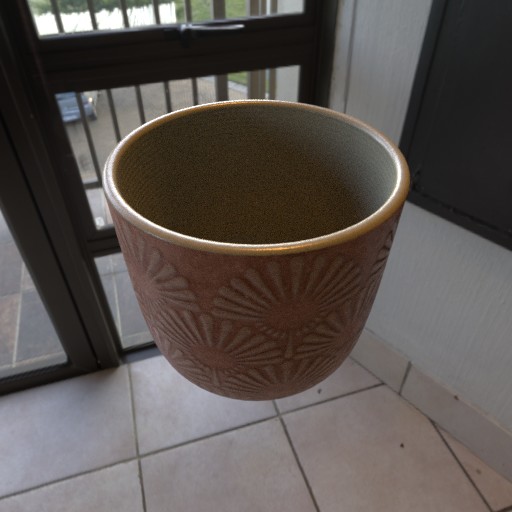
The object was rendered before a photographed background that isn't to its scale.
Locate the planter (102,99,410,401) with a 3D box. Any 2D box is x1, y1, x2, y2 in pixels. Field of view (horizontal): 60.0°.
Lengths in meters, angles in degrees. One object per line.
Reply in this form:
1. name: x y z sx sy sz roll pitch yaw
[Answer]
1. planter: 0.000 0.000 0.218 0.124 0.109 0.124 0 41 0
